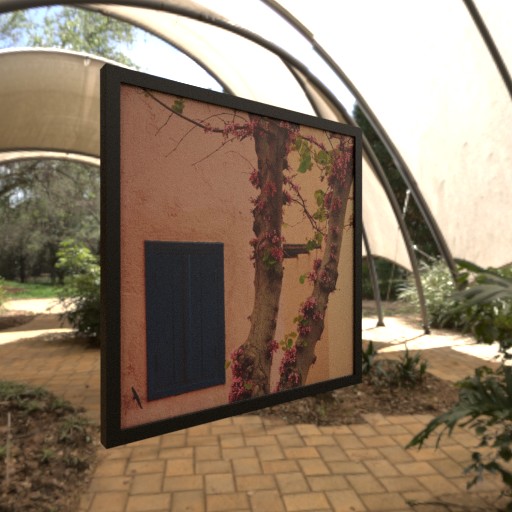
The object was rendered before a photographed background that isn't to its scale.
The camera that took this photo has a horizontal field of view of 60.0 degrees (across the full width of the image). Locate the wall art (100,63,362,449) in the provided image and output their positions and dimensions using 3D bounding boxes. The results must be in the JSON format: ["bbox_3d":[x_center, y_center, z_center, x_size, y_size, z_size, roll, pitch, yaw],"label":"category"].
[{"bbox_3d":[0.000,0.000,1.115,0.762,0.762,0.038,0,0,-36],"label":"wall art"}]
